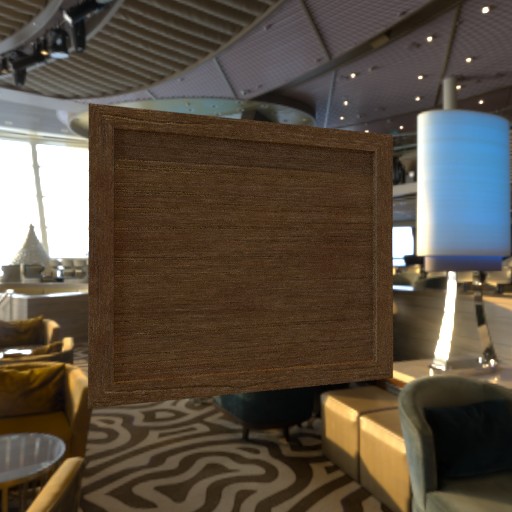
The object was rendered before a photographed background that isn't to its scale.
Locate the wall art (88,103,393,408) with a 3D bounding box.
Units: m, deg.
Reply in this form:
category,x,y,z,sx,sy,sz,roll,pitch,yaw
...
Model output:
category,x,y,z,sx,sy,sz,roll,pitch,yaw
wall art,0.000,0.000,0.975,0.690,0.588,0.026,0,0,-18
